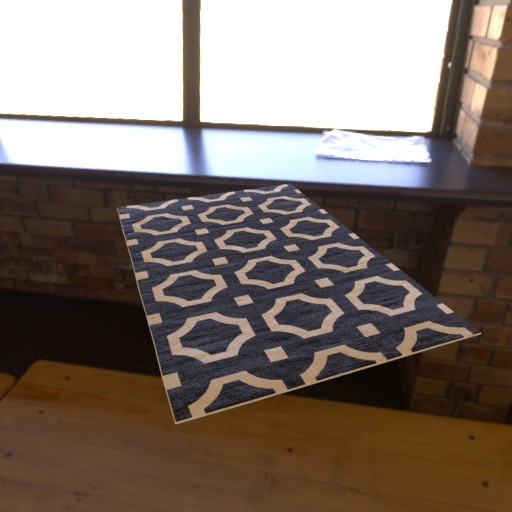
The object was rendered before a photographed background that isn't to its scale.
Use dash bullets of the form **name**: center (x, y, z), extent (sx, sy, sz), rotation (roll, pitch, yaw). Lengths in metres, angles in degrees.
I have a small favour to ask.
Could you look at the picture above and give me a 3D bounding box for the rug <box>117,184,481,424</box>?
- **rug**: center (0.000, 0.000, 2.915), extent (1.555, 0.016, 2.286), rotation (-11, 31, -18)
